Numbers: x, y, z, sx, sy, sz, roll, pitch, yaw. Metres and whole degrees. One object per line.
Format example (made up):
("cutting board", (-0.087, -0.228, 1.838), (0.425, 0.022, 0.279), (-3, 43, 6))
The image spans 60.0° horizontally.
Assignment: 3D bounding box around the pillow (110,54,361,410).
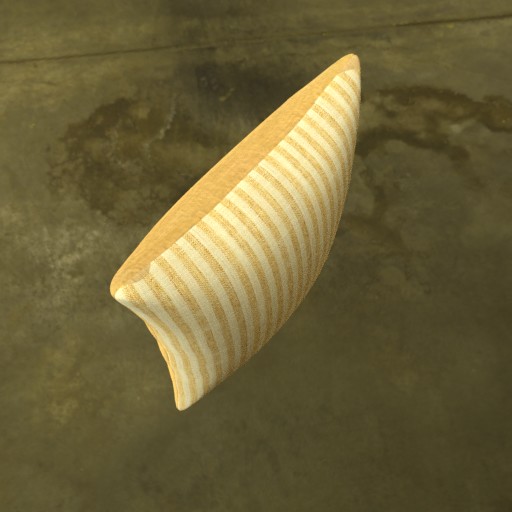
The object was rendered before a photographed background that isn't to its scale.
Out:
("pillow", (0.000, 0.000, 0.630), (0.173, 0.407, 0.419), (32, 64, 18))
